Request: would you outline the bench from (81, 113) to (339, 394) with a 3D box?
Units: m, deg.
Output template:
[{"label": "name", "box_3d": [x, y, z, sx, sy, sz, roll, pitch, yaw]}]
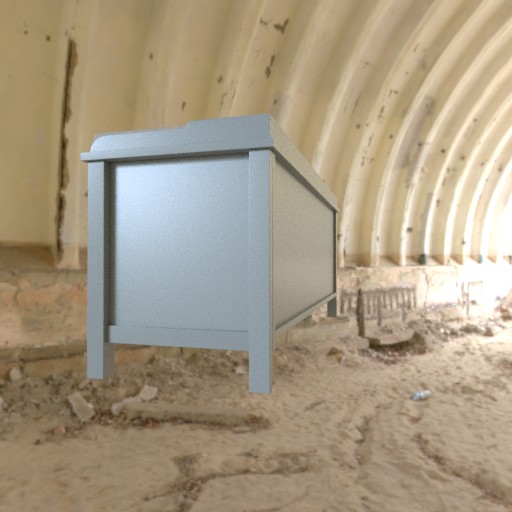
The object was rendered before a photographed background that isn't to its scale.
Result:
[{"label": "bench", "box_3d": [0.000, 0.000, 1.377, 0.398, 0.501, 1.140, 0, -1, 16]}]
